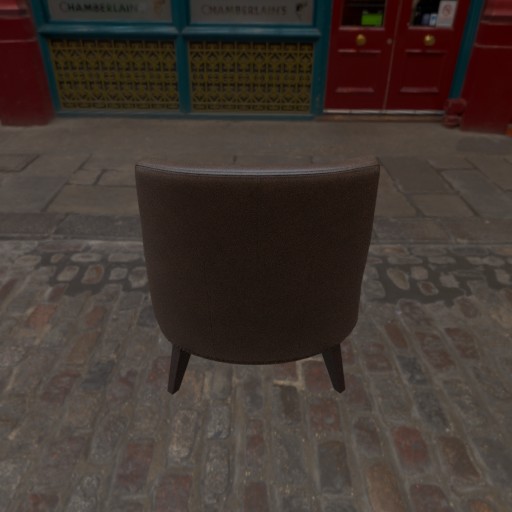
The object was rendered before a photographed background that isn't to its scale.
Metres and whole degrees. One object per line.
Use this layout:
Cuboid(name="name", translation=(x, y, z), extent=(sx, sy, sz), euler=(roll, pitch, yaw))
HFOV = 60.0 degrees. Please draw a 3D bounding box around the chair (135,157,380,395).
Cuboid(name="chair", translation=(0.000, 0.000, 1.504), extent=(0.701, 0.909, 0.861), euler=(0, 30, 0))
